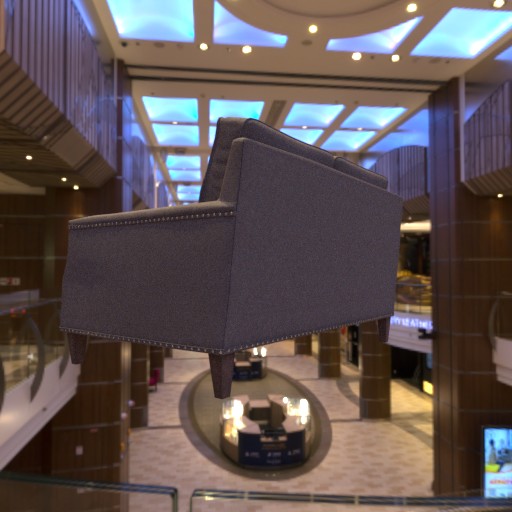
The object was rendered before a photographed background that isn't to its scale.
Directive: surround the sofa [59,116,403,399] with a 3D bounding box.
[{"bbox_3d":[0.000,0.000,2.331,1.084,1.003,1.597,-1,-2,37],"label":"sofa"}]
